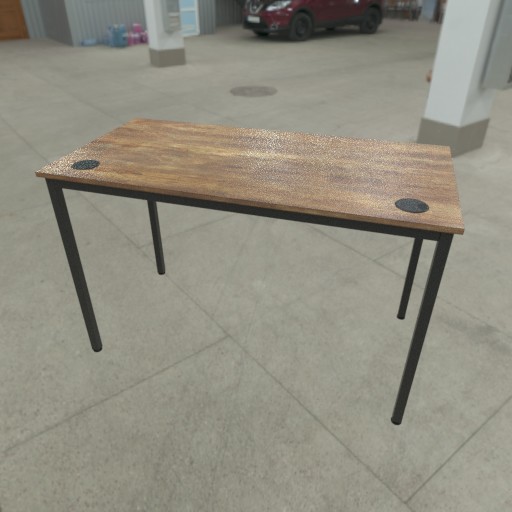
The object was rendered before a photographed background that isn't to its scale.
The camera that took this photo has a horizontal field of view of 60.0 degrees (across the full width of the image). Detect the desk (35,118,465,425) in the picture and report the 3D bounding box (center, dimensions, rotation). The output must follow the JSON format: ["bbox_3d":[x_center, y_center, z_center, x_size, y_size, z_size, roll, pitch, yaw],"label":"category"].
[{"bbox_3d":[0.000,0.000,1.620,1.200,0.749,0.600,9,34,14],"label":"desk"}]
